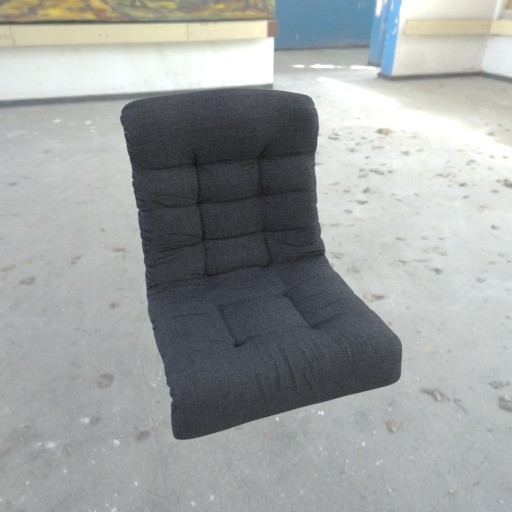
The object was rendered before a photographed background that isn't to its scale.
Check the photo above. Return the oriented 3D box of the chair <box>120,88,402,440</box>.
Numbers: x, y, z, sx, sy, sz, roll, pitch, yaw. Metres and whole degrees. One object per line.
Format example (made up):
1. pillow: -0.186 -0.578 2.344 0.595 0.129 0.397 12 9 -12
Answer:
1. chair: 0.000 0.000 1.190 0.597 0.749 0.668 -10 32 -16
